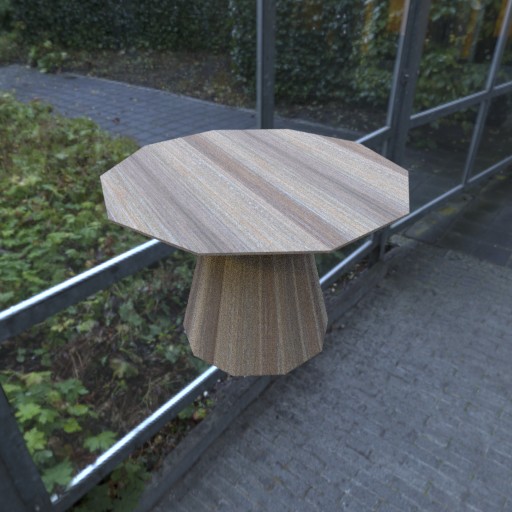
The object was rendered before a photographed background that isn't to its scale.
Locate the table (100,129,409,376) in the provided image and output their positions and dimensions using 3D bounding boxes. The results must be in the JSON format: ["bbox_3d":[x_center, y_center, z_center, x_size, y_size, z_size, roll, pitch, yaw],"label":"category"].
[{"bbox_3d":[0.000,0.000,1.908,1.186,0.752,1.186,0,33,0],"label":"table"}]
